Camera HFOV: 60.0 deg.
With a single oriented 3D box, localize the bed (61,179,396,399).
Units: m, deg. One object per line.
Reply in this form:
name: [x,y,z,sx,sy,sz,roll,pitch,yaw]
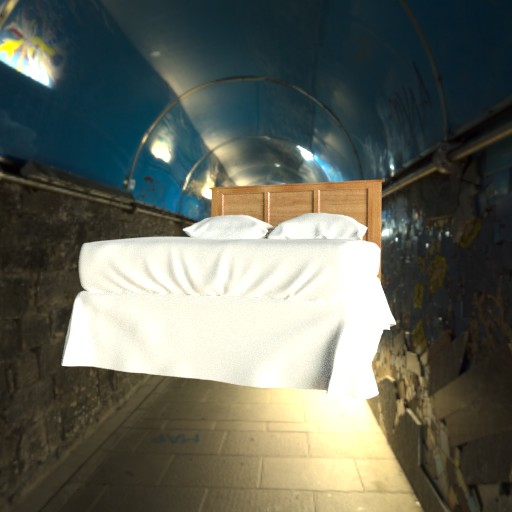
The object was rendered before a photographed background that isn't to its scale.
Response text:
bed: [0.000,0.000,3.184,1.870,1.273,2.035,1,2,19]
